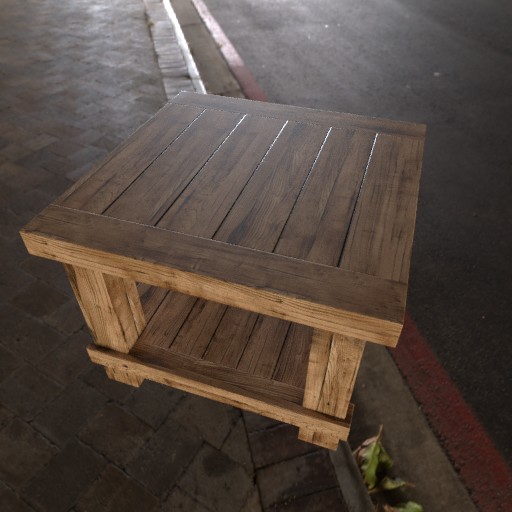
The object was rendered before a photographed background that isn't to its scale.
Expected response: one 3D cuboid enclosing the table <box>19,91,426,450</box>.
[{"bbox_3d":[0.000,0.000,1.016,0.610,0.457,0.610,13,44,14],"label":"table"}]
